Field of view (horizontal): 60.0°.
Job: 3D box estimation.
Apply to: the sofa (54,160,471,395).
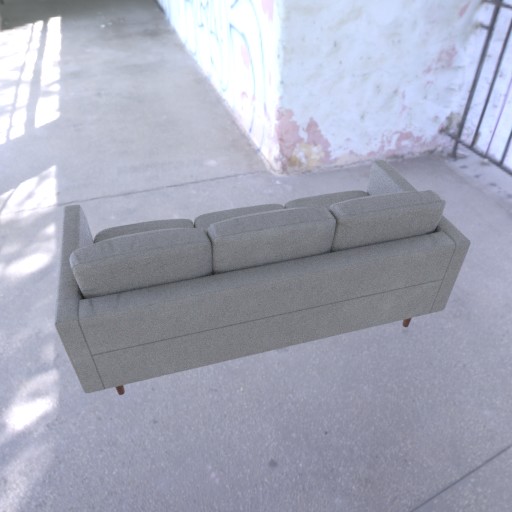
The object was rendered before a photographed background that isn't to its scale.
[{"bbox_3d":[0.000,0.000,2.517,1.983,0.918,0.944,-10,42,-12],"label":"sofa"}]
